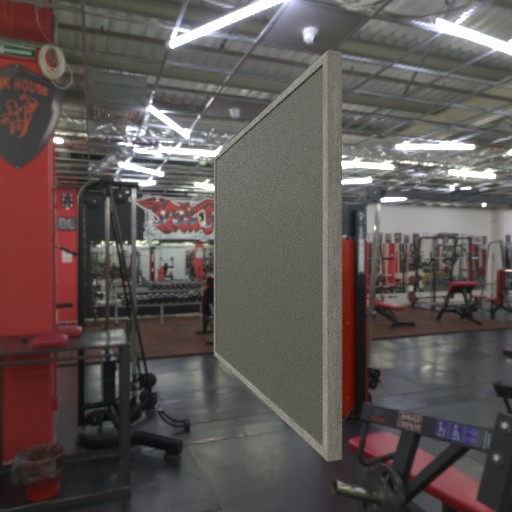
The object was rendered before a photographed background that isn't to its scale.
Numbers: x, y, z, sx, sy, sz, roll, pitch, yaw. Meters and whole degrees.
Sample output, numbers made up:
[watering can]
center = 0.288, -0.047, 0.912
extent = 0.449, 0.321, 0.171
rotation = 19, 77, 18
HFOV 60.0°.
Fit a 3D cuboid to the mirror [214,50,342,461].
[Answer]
[mirror]
center = 0.000, 0.000, 1.140
extent = 0.028, 0.689, 0.839
rotation = 0, 0, -18
